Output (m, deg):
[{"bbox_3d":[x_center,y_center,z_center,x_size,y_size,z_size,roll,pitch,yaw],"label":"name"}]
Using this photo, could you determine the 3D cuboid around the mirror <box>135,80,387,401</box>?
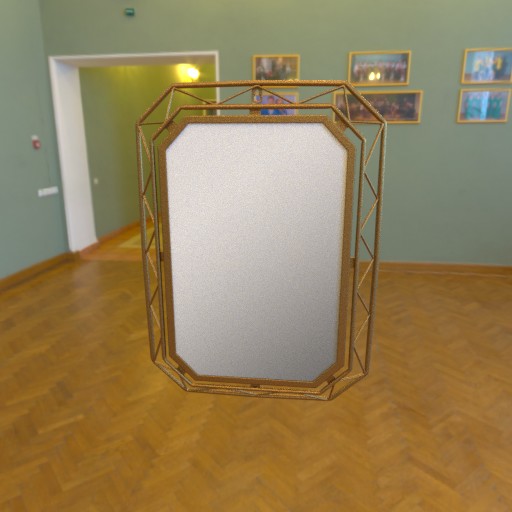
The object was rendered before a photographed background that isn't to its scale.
[{"bbox_3d":[0.000,0.000,0.756,0.417,0.566,0.042,2,15,6],"label":"mirror"}]
